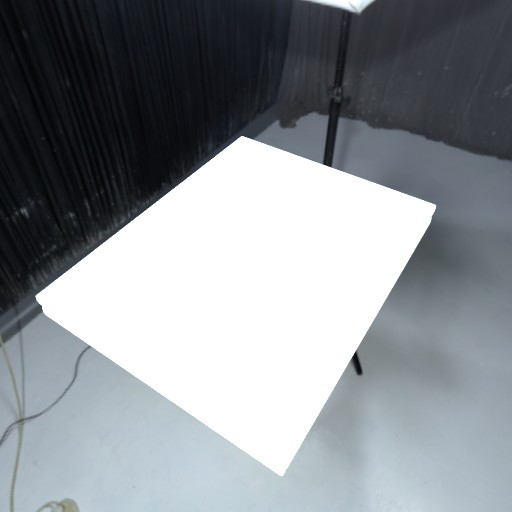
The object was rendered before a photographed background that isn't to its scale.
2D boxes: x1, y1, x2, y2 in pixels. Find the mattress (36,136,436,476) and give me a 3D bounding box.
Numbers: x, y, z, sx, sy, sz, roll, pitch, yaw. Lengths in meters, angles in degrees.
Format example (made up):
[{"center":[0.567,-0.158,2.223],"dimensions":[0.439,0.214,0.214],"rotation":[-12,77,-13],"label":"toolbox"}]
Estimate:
[{"center":[0.000,0.000,2.772],"dimensions":[1.600,0.200,2.000],"rotation":[25,51,23],"label":"mattress"}]
